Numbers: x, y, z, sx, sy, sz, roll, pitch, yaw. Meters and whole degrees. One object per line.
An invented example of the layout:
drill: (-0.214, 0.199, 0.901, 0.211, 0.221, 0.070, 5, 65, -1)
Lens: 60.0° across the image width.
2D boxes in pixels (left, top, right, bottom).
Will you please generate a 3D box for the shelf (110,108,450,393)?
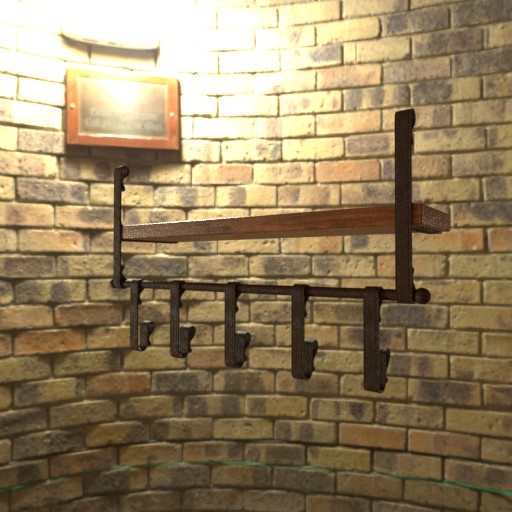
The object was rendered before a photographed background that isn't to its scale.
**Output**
shelf: (0.000, 0.000, 0.709, 0.567, 0.330, 0.146, -1, -1, 36)
